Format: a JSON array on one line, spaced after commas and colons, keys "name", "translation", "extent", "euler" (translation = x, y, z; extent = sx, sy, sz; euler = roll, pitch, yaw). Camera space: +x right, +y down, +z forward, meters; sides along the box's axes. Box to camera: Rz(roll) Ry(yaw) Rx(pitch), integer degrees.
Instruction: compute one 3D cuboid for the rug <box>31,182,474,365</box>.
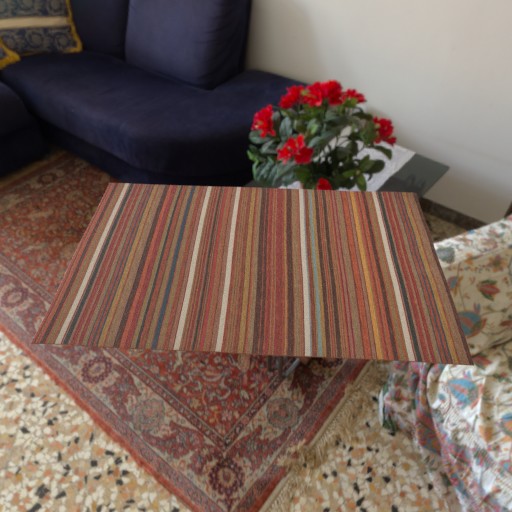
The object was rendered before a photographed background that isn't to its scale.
[{"name": "rug", "translation": [0.000, 0.000, 2.966], "extent": [2.438, 0.008, 1.523], "euler": [2, 45, 2]}]
